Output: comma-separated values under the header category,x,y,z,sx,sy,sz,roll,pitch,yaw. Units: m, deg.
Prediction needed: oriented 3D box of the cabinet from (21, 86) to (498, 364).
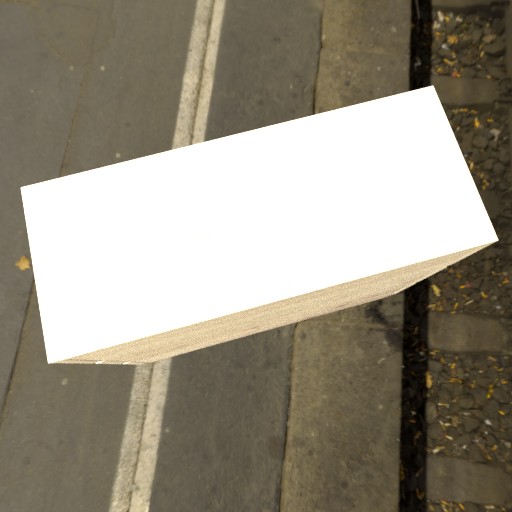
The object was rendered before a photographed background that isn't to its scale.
category,x,y,z,sx,sy,sz,roll,pitch,yaw
cabinet,0.000,0.000,1.431,1.040,0.820,0.420,-15,76,-4
